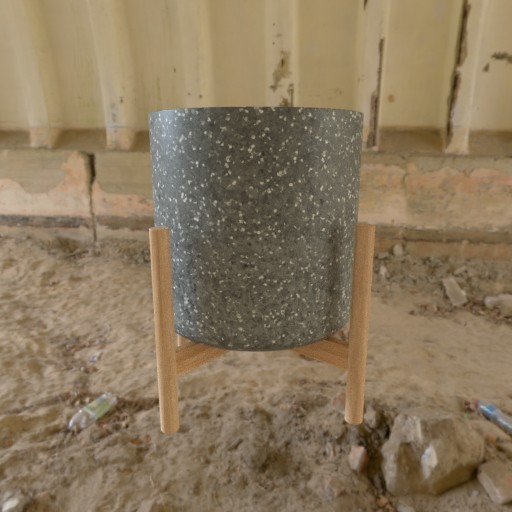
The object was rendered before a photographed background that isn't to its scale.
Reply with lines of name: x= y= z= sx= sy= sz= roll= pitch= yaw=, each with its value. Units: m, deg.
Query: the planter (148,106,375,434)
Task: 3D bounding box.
planter: x=0.000 y=0.000 z=0.691 sx=0.360 sy=0.419 sz=0.360 roll=-7 pitch=16 yaw=-26
